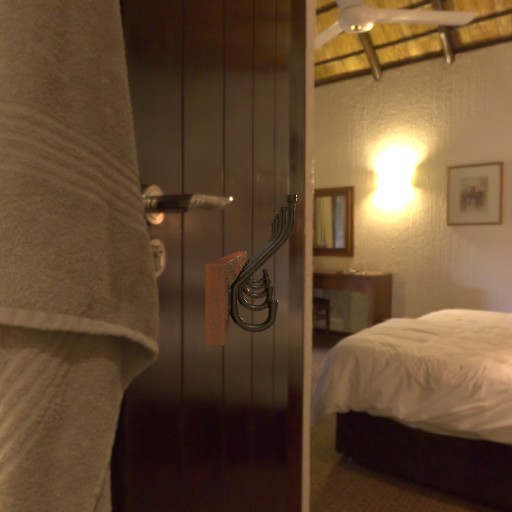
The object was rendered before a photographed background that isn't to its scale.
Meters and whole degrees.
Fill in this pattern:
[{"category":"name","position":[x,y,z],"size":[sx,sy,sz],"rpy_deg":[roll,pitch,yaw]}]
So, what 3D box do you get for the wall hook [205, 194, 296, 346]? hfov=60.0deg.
[{"category":"wall hook","position":[0.000,0.000,0.607],"size":[0.071,0.117,0.571],"rpy_deg":[0,2,0]}]
